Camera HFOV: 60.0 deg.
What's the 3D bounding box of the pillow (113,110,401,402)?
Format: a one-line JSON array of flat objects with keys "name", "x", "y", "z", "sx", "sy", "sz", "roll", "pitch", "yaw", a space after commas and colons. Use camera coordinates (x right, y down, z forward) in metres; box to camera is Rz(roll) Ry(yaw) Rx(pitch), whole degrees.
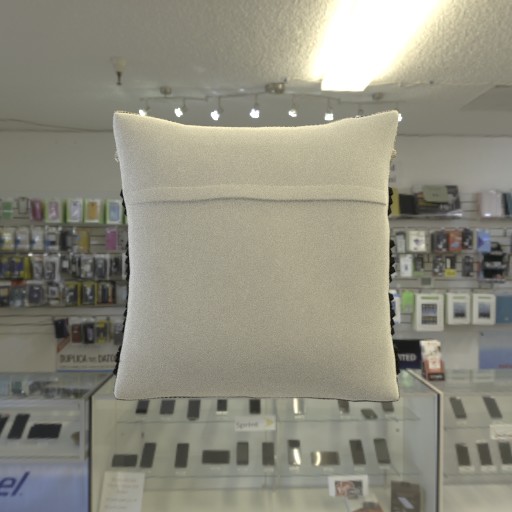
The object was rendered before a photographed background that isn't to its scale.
[{"name": "pillow", "x": 0.000, "y": 0.000, "z": 0.673, "sx": 0.436, "sy": 0.438, "sz": 0.156, "roll": 0, "pitch": 0, "yaw": 0}]
